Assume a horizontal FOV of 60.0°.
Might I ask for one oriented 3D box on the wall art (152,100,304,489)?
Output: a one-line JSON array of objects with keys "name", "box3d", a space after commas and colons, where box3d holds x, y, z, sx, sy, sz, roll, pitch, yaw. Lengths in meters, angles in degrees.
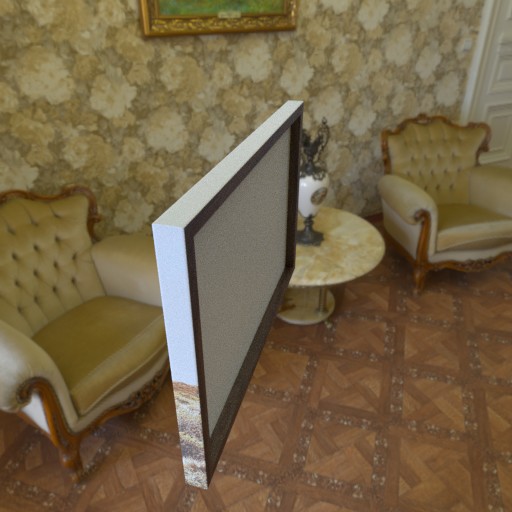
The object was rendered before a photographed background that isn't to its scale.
[{"name": "wall art", "box3d": [0.000, 0.000, 1.158, 0.050, 0.610, 0.914, 8, 31, 14]}]
